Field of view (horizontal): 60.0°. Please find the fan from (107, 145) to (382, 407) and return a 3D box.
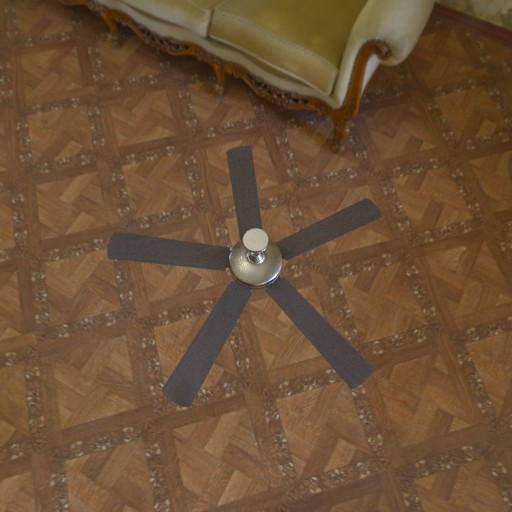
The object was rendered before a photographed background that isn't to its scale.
[{"bbox_3d":[0.000,0.000,1.997,1.321,0.356,1.321,-16,68,-7],"label":"fan"}]
